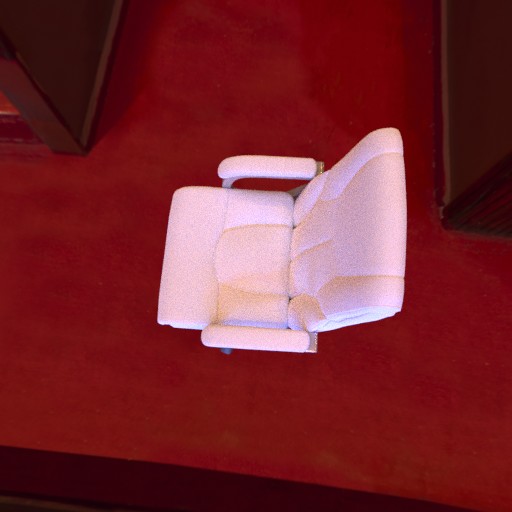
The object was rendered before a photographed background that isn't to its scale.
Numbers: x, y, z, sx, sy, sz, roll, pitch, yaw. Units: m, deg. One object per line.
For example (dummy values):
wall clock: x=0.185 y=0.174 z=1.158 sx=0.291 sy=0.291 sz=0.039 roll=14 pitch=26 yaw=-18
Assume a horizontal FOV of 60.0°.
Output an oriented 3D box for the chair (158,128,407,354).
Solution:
chair: x=0.000 y=0.000 z=1.607 sx=0.738 sy=1.120 sz=0.687 roll=4 pitch=76 yaw=1
